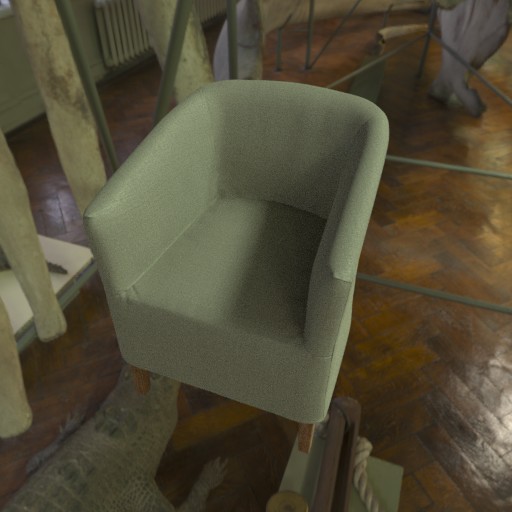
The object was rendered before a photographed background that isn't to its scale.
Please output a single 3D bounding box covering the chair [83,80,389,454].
[{"bbox_3d":[0.000,0.000,1.273,0.600,0.771,0.668,14,43,15],"label":"chair"}]
